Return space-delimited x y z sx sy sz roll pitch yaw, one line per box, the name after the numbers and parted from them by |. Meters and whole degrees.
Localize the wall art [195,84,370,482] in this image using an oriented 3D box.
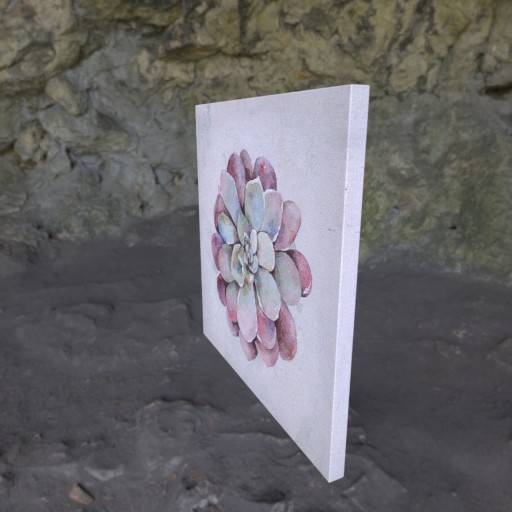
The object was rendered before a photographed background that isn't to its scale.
0.000 0.000 1.135 0.041 0.762 0.762 -8 18 -25 | wall art
